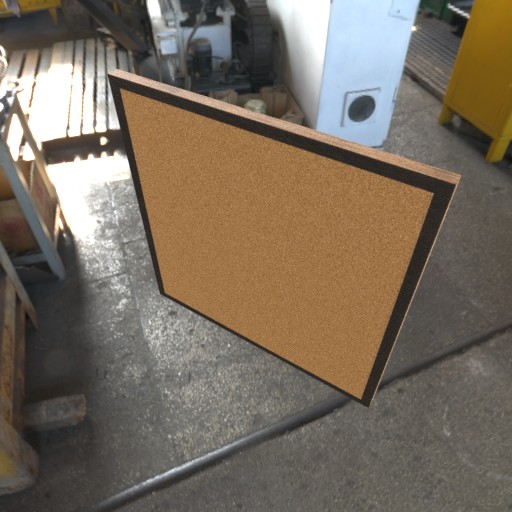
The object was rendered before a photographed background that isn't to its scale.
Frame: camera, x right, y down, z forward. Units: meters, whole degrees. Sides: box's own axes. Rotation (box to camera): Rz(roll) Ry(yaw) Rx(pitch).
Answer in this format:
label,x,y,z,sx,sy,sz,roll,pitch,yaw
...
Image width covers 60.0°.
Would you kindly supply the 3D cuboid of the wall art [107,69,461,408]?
label,x,y,z,sx,sy,sz,roll,pitch,yaw
wall art,0.000,0.000,1.016,0.695,0.691,0.029,24,50,22
